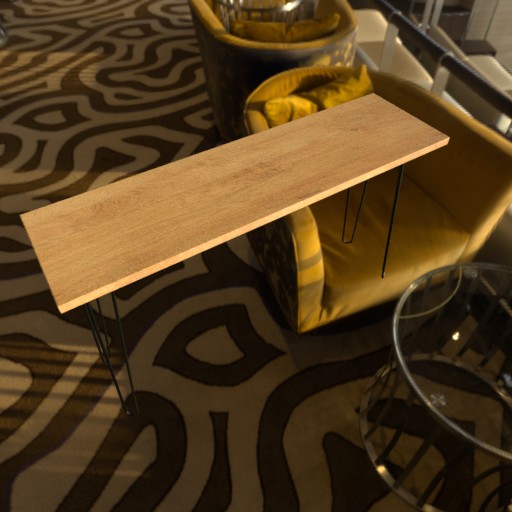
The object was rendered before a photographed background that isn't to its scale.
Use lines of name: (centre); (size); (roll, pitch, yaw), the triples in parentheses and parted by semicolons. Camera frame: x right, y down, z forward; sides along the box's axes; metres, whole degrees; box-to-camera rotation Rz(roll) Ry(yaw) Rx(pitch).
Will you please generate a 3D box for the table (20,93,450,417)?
table: (0.000, 0.000, 1.740); (1.400, 0.799, 0.399); (-25, 52, -22)
